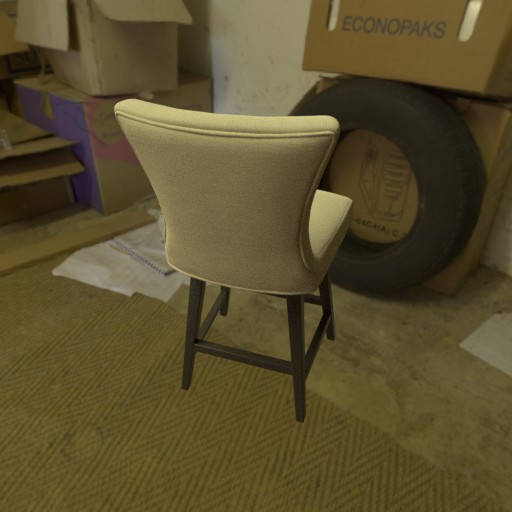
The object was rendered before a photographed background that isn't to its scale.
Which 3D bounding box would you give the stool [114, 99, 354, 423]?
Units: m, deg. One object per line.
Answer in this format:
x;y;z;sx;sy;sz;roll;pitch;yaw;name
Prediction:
0.000;0.000;1.373;0.514;1.000;0.574;10;34;16;stool
